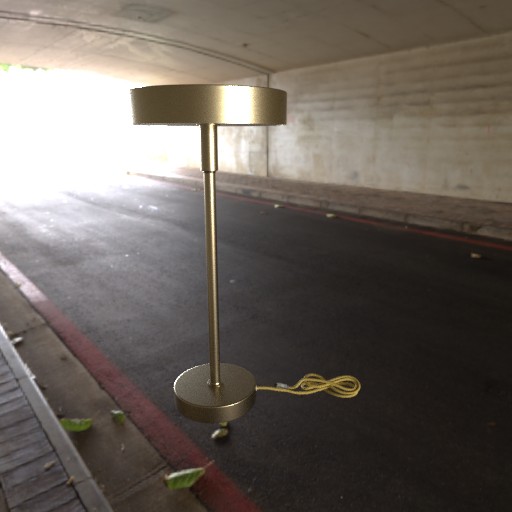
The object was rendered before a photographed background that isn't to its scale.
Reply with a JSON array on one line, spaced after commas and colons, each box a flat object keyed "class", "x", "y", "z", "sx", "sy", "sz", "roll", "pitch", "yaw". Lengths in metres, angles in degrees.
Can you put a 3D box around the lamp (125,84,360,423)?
[{"class": "lamp", "x": 0.000, "y": 0.000, "z": 0.710, "sx": 0.369, "sy": 0.508, "sz": 0.229, "roll": -2, "pitch": 15, "yaw": -6}]
